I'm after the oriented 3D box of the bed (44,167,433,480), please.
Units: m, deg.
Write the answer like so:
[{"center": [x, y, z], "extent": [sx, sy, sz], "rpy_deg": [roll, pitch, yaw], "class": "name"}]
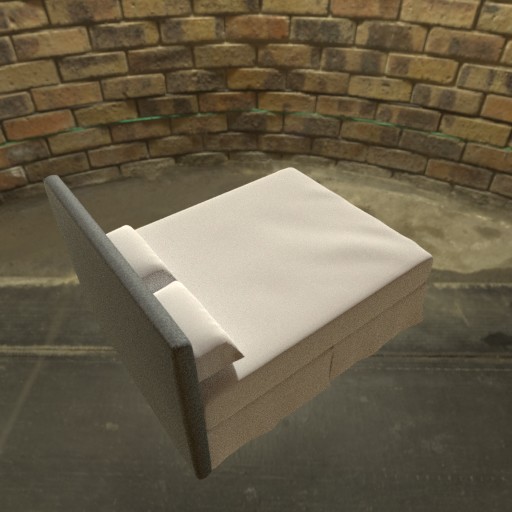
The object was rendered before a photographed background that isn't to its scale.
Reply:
[{"center": [0.000, 0.000, 3.154], "extent": [2.142, 1.330, 1.723], "rpy_deg": [-27, 48, -27], "class": "bed"}]
